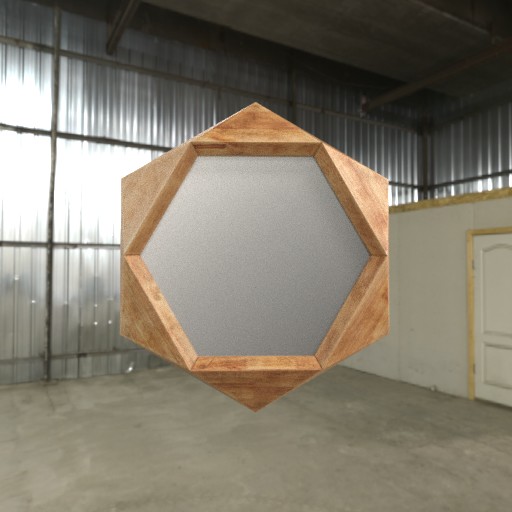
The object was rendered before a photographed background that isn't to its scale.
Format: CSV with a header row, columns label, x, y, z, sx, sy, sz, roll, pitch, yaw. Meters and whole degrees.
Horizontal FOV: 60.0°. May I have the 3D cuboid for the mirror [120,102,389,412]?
label,x,y,z,sx,sy,sz,roll,pitch,yaw
mirror,0.000,0.000,1.076,0.675,0.779,0.091,0,-1,-1
